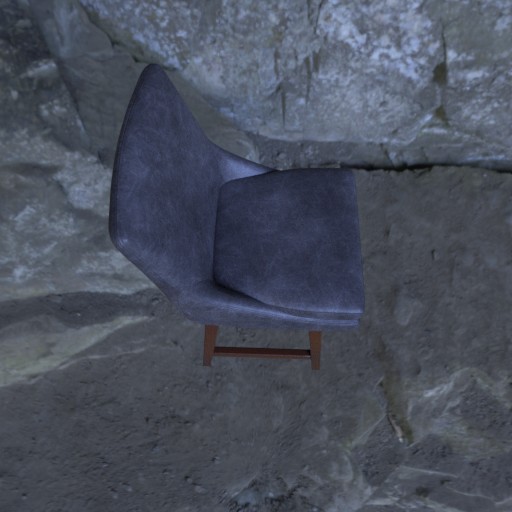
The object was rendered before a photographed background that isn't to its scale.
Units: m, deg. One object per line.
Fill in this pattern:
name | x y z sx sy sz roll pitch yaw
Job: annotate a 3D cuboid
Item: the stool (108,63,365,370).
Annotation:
stool | 0.000 0.000 1.374 0.587 1.046 0.492 2 64 1
